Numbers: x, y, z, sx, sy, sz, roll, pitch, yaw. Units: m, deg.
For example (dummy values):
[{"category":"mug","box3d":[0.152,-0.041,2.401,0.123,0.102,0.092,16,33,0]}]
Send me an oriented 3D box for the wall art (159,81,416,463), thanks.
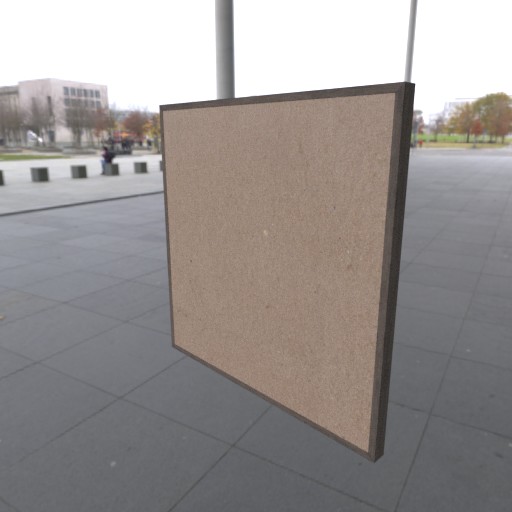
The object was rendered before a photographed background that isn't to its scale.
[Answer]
[{"category":"wall art","box3d":[0.000,0.000,1.123,0.038,0.762,0.762,-14,20,-42]}]
